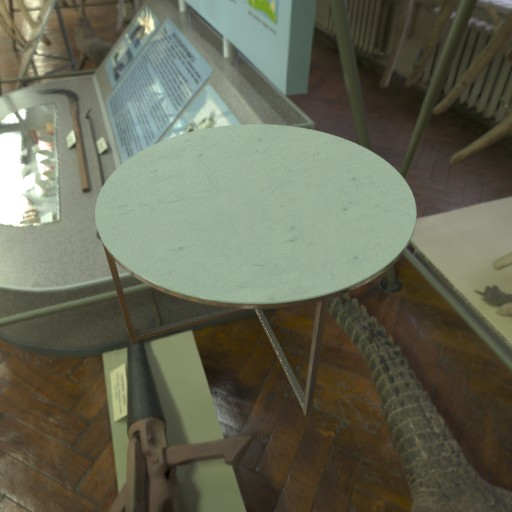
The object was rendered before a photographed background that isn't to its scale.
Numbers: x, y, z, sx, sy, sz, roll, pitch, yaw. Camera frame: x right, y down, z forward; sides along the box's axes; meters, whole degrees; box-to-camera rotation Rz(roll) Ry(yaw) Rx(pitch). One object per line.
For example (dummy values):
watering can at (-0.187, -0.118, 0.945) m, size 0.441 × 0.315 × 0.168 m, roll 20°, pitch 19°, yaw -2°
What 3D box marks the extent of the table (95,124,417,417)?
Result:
table at (0.000, 0.000, 1.288) m, size 0.800 × 0.450 × 0.800 m, roll 0°, pitch 40°, yaw 0°
